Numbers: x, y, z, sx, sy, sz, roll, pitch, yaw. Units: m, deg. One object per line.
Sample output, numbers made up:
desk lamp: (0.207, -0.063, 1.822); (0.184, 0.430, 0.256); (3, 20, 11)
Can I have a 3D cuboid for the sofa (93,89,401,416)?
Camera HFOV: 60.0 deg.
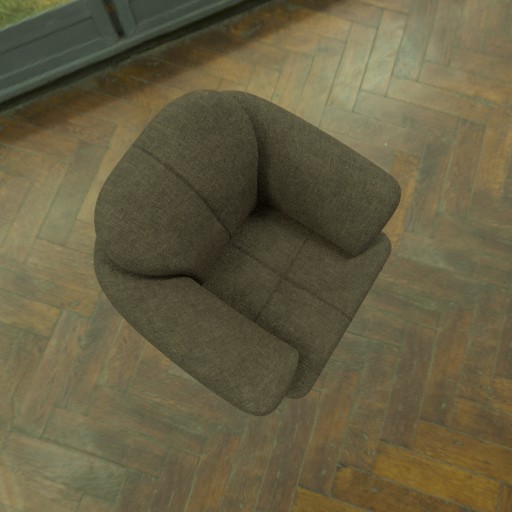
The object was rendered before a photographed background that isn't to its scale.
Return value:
sofa: (0.000, 0.000, 1.512); (0.794, 0.811, 0.870); (32, 78, 7)
